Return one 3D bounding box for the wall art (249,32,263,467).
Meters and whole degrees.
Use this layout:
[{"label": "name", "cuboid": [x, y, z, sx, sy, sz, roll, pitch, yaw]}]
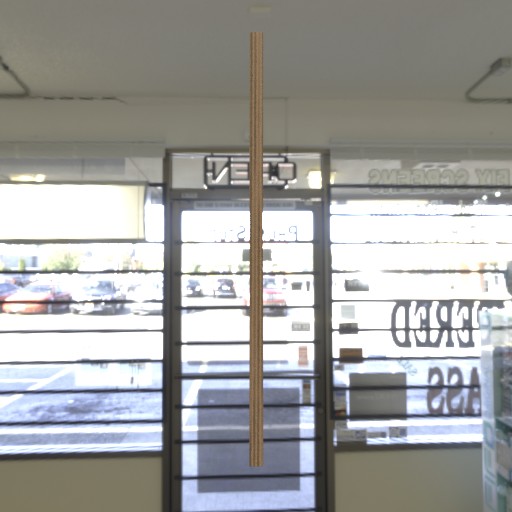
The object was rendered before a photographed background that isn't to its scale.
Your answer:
[{"label": "wall art", "cuboid": [0.000, 0.000, 0.667, 0.013, 0.406, 0.508, 0, -2, 0]}]
